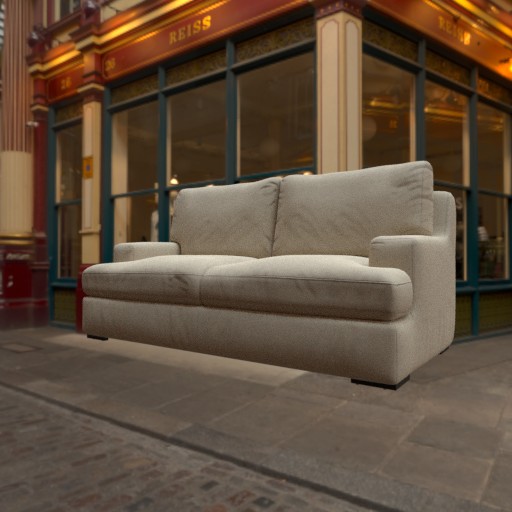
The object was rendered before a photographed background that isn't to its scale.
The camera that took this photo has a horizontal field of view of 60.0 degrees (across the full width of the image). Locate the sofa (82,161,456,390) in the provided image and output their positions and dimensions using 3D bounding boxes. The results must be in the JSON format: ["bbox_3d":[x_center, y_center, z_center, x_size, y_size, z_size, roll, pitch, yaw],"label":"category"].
[{"bbox_3d":[0.000,0.000,2.435,1.885,0.967,0.962,0,0,35],"label":"sofa"}]
